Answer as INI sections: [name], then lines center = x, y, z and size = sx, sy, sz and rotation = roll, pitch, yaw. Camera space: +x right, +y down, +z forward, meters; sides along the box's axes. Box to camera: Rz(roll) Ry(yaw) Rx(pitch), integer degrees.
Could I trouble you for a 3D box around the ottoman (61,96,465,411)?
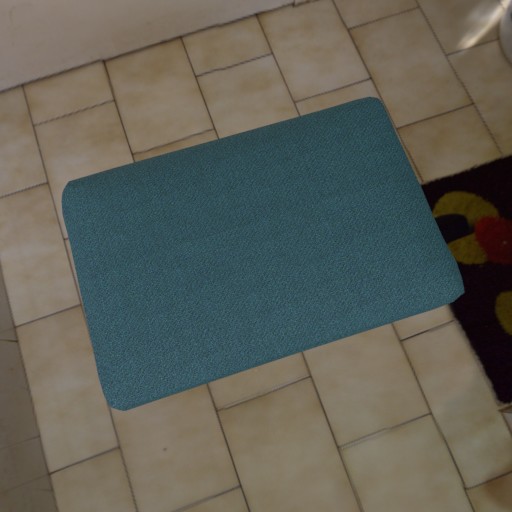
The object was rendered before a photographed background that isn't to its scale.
[ottoman]
center = 0.000, 0.000, 1.203
size = 0.856, 0.498, 0.563
rotation = -17, 76, -4
